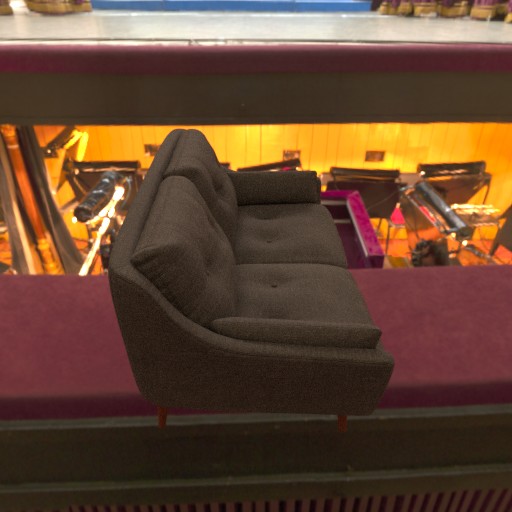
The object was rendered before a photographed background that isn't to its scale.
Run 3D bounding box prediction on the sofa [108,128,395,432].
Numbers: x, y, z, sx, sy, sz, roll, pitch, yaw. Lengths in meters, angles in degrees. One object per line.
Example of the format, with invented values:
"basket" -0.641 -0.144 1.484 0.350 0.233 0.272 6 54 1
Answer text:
"sofa" 0.000 0.000 2.164 0.976 0.887 1.646 -1 32 -1
